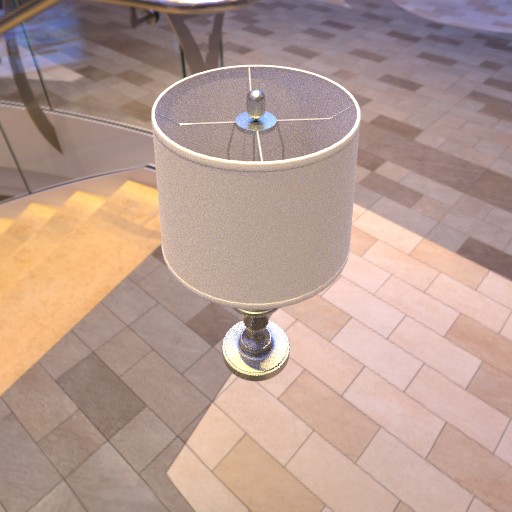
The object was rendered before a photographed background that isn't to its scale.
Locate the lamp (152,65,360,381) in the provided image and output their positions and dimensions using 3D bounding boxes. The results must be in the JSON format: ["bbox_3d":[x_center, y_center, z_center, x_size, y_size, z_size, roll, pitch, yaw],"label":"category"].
[{"bbox_3d":[0.000,0.000,0.952,0.383,0.733,0.383,0,45,0],"label":"lamp"}]
